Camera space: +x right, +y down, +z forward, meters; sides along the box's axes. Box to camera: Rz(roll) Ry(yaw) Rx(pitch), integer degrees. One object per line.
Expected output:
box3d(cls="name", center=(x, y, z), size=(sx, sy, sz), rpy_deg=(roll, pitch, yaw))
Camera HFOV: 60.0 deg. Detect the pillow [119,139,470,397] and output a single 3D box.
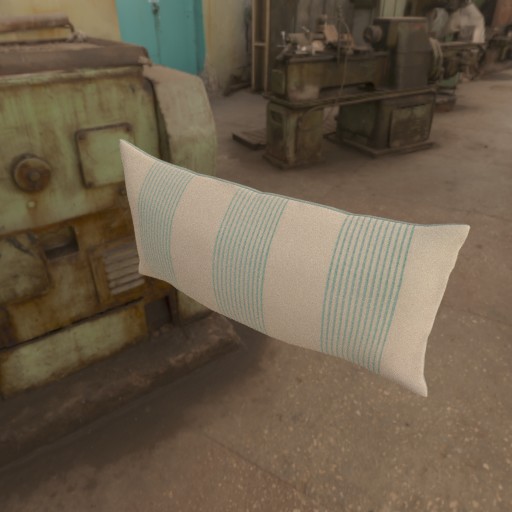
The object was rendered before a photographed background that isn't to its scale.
box3d(cls="pillow", center=(0.000, 0.000, 0.729), size=(0.610, 0.287, 0.151), rpy_deg=(19, 36, 29))
